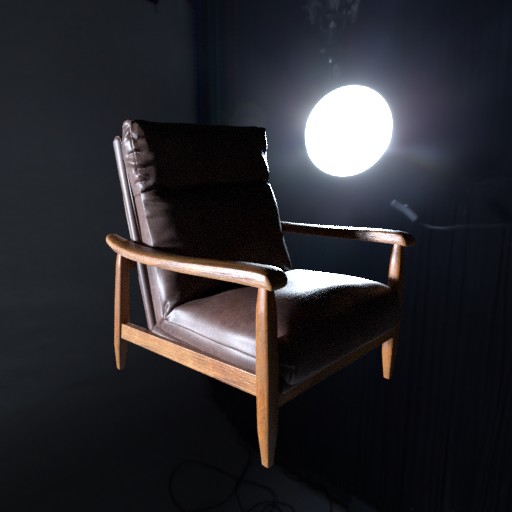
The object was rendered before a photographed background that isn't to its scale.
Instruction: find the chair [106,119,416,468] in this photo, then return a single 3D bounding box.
[{"bbox_3d":[0.000,0.000,1.523,0.830,0.897,0.782,13,18,43],"label":"chair"}]
